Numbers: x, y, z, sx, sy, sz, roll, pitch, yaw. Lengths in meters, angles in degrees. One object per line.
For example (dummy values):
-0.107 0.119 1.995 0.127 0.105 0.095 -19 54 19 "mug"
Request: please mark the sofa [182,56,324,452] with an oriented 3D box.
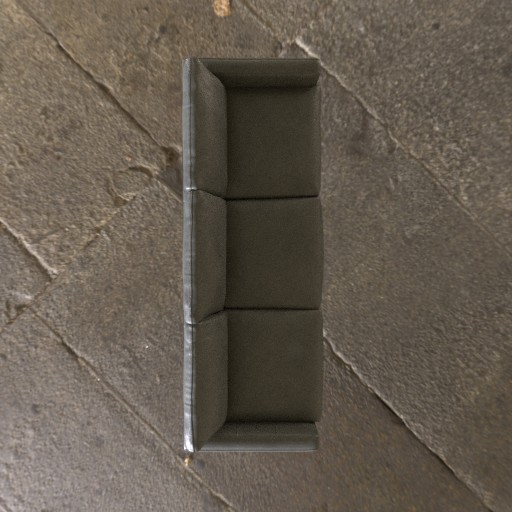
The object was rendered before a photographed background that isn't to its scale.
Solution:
0.000 0.000 2.420 0.748 0.805 2.029 0 91 0 "sofa"
